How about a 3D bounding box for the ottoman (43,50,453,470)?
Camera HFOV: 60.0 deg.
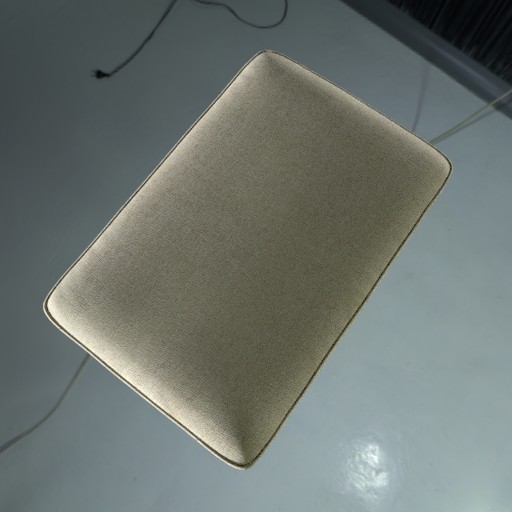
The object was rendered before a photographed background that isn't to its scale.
[{"bbox_3d":[0.000,0.000,1.197,0.583,0.484,0.862,35,78,9],"label":"ottoman"}]
